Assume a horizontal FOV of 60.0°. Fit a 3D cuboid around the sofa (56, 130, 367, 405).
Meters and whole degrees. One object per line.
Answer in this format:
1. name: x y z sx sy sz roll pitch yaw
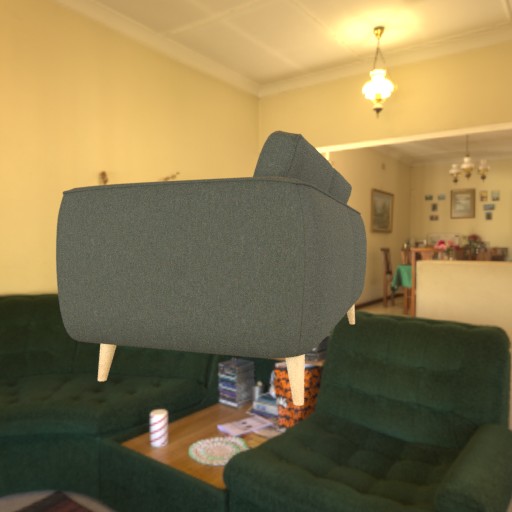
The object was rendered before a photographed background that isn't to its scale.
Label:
1. sofa: 0.000 0.000 2.116 0.920 0.850 1.700 1 2 19
